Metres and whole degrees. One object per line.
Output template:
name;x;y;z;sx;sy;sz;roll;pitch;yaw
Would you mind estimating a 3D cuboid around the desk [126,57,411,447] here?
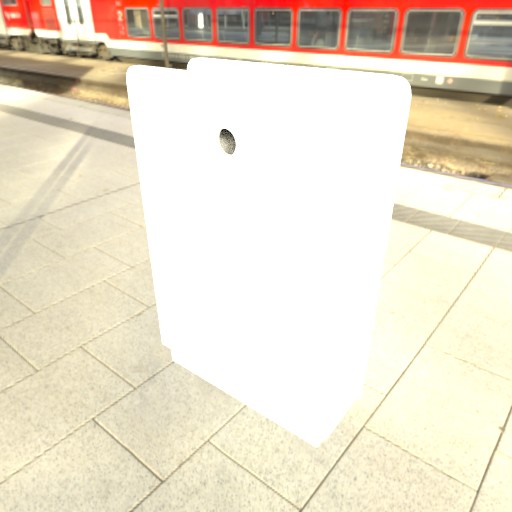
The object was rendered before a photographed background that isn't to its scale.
desk;0.000;0.000;1.524;0.795;1.190;0.278;21;36;32
